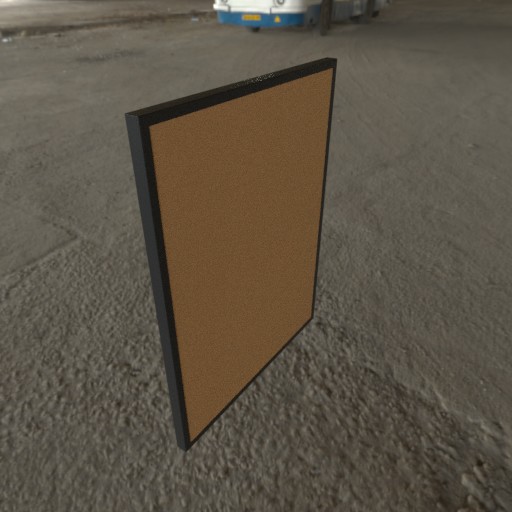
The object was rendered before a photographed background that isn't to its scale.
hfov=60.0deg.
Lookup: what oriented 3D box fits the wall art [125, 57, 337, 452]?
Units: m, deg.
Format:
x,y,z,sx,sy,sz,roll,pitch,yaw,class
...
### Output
x,y,z,sx,sy,sz,roll,pitch,yaw,class
0.000,0.000,1.406,0.039,1.061,0.804,22,39,30,wall art
